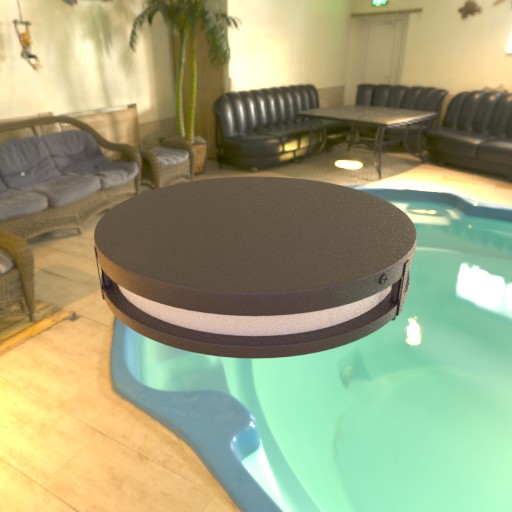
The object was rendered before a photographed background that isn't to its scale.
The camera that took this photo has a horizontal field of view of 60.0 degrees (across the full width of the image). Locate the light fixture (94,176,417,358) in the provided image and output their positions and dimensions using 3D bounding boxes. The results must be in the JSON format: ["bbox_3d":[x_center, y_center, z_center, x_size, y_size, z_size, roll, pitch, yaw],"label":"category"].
[{"bbox_3d":[0.000,0.000,0.532,0.356,0.102,0.356,0,25,0],"label":"light fixture"}]
